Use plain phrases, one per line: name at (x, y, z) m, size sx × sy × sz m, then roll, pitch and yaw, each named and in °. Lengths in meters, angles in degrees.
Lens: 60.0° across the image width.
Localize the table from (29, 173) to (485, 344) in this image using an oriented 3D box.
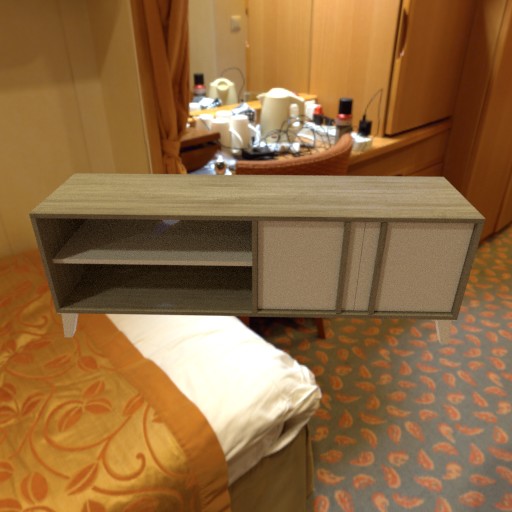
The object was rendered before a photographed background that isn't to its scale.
table at (0.000, 0.000, 1.759) m, size 1.500 × 0.530 × 0.400 m, roll 1°, pitch 30°, yaw 1°
